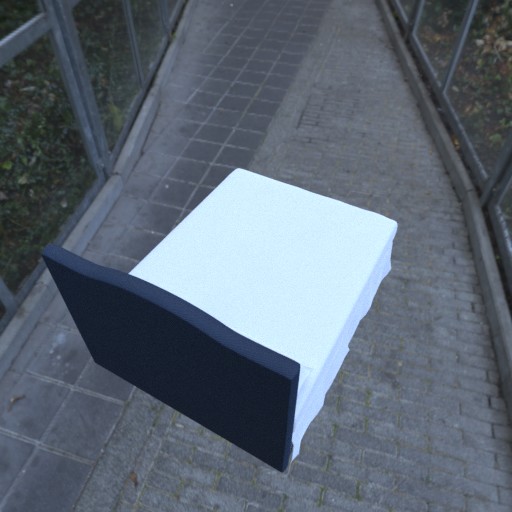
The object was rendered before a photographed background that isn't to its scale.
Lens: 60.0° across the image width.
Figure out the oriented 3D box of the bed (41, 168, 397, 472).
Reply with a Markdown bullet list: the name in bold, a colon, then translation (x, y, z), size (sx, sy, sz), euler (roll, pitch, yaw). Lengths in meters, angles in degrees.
- **bed**: translation (0.000, 0.000, 3.506), size (1.821, 1.436, 2.282), euler (22, 50, 20)
